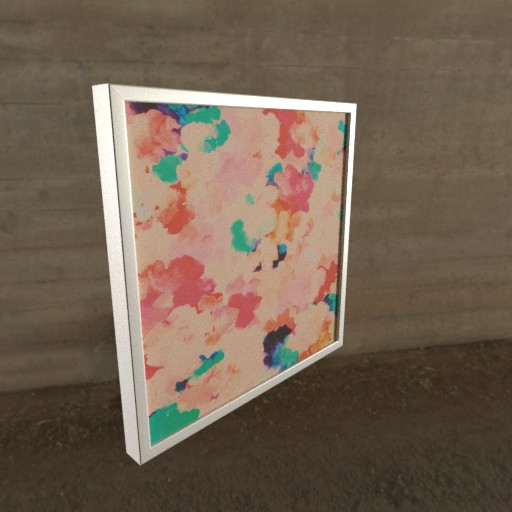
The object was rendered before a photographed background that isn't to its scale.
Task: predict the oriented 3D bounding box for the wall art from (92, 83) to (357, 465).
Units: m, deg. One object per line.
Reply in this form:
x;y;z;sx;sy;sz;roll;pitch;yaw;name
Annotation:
0.000;0.000;0.744;0.038;0.505;0.506;15;21;42;wall art
